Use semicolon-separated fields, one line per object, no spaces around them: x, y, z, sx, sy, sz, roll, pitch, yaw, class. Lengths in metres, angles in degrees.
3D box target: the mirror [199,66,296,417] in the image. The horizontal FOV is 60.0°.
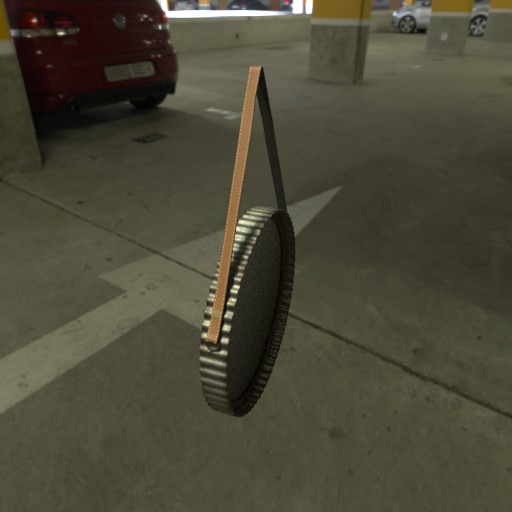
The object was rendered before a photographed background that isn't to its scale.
0.000;0.000;0.716;0.042;0.568;0.355;10;31;17;mirror
